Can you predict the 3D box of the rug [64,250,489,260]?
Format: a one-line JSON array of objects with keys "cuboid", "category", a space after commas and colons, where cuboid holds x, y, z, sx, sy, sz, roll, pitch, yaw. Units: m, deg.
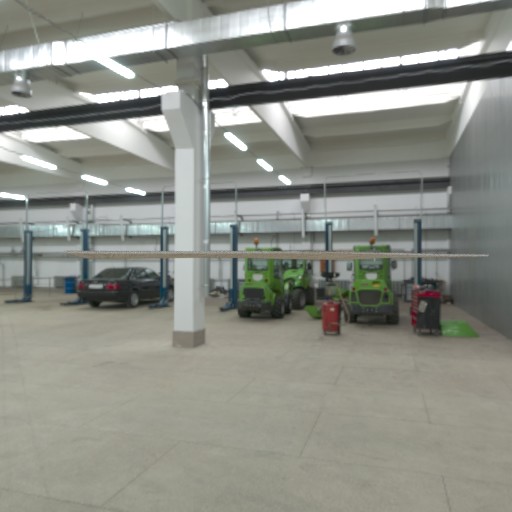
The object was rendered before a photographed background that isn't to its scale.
[{"cuboid": [0.000, 0.000, 4.264, 3.202, 0.045, 2.434, 0, -1, -18], "category": "rug"}]
